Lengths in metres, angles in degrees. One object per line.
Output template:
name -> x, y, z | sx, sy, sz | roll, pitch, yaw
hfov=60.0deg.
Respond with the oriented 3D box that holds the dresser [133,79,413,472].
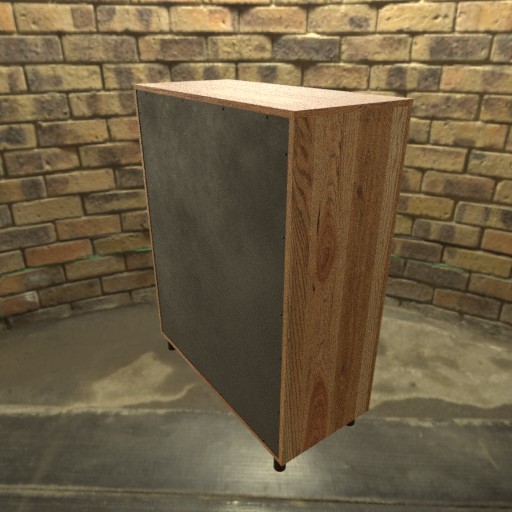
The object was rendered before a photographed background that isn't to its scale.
dresser -> 0.000, 0.000, 1.765 | 0.480, 1.243, 0.966 | -17, 30, -32
